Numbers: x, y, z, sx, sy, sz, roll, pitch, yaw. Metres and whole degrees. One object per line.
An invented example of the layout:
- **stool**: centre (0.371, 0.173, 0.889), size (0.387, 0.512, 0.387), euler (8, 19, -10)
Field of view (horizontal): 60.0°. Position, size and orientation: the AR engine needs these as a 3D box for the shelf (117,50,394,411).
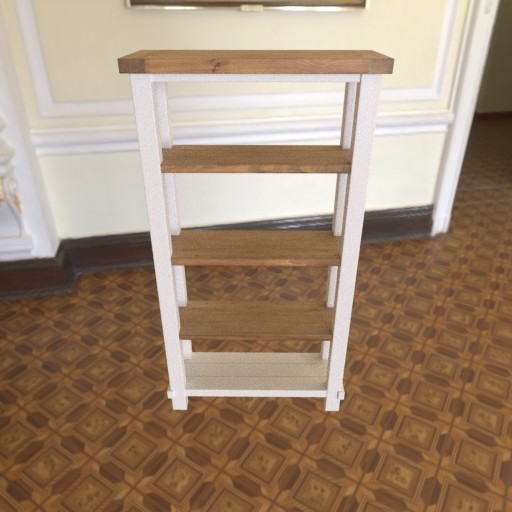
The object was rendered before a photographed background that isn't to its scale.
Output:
- **shelf**: centre (0.000, 0.000, 2.255), size (1.022, 1.878, 0.381), euler (0, 29, 0)
